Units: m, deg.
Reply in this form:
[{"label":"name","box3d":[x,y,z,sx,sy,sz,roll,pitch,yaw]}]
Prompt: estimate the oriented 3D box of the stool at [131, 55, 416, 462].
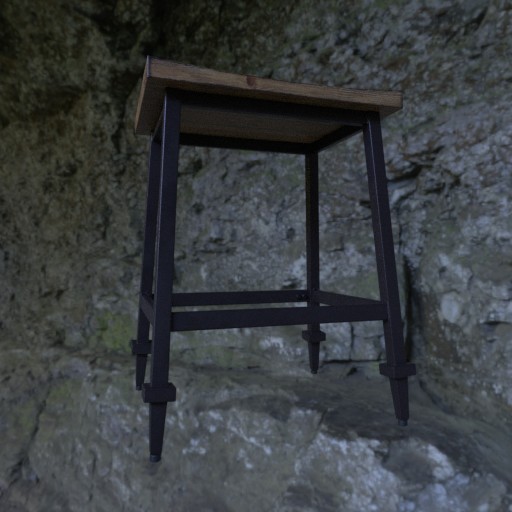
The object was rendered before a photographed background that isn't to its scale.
[{"label":"stool","box3d":[0.000,0.000,0.926,0.486,0.625,0.405,0,0,-18]}]
